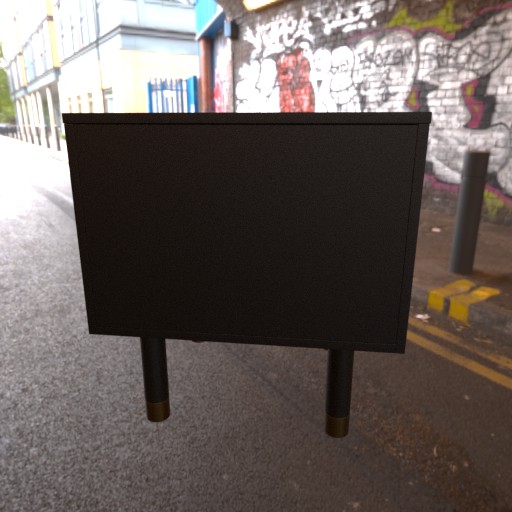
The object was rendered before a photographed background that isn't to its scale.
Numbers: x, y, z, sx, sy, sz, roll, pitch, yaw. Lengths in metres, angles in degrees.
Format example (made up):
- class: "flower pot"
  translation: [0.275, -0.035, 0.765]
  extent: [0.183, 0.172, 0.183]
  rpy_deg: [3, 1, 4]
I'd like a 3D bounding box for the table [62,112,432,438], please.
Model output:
- class: "table"
  translation: [0.000, 0.000, 0.961]
  extent: [0.564, 0.584, 0.441]
  rpy_deg: [2, 17, 7]
